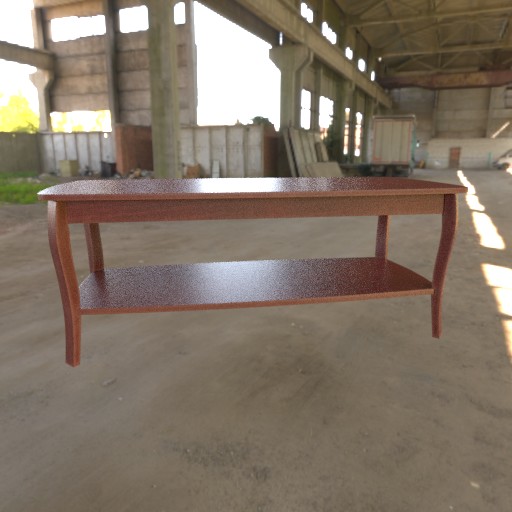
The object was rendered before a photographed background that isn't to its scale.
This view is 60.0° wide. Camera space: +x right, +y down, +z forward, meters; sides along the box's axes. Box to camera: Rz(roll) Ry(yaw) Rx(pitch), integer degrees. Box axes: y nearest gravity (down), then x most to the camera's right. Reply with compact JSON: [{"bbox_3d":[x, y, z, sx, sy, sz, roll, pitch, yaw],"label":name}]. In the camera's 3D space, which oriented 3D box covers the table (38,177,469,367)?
[{"bbox_3d":[0.000,0.000,1.465,1.216,0.473,0.561,-2,14,-10],"label":"table"}]
